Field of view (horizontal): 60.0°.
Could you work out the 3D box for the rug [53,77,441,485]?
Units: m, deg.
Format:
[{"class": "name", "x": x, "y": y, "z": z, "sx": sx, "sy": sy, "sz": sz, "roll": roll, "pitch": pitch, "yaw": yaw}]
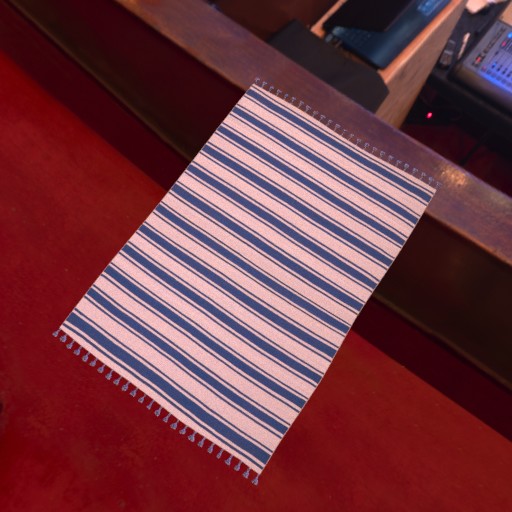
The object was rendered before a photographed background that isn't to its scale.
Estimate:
[{"class": "rug", "x": 0.000, "y": 0.000, "z": 2.921, "sx": 1.544, "sy": 0.010, "sz": 2.315, "roll": 33, "pitch": 77, "yaw": 9}]
